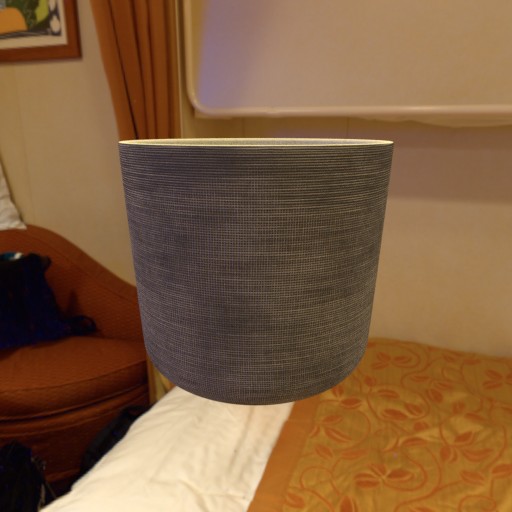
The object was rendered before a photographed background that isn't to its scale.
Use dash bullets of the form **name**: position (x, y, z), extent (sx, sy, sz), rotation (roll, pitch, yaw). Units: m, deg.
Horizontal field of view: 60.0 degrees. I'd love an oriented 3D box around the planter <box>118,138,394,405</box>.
- **planter**: position (0.000, 0.000, 0.792), extent (0.440, 0.398, 0.440), rotation (0, 16, 0)
